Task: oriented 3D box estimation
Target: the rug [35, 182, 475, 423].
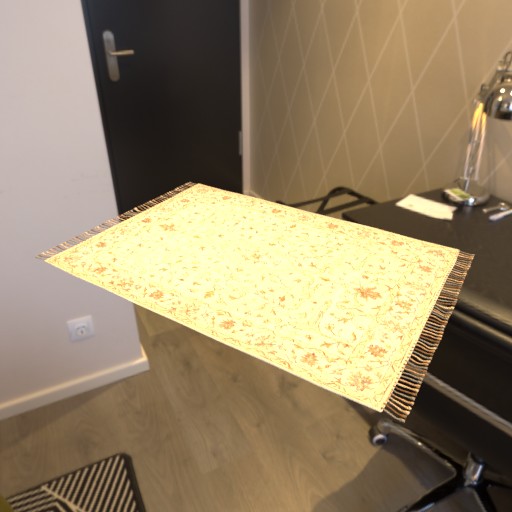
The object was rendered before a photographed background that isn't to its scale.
[{"bbox_3d":[0.000,0.000,2.226,1.861,0.017,1.218,18,35,27],"label":"rug"}]
